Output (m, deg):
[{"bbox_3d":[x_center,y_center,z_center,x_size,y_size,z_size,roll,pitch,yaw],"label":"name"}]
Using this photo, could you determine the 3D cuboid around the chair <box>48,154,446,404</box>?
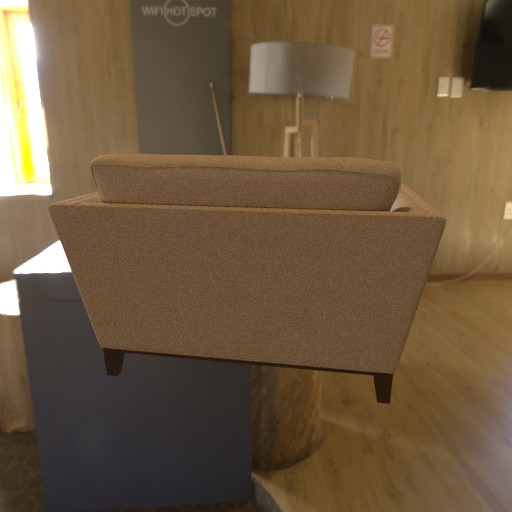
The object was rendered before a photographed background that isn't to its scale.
[{"bbox_3d":[0.000,0.000,2.043,1.397,0.940,0.965,3,16,10],"label":"chair"}]
